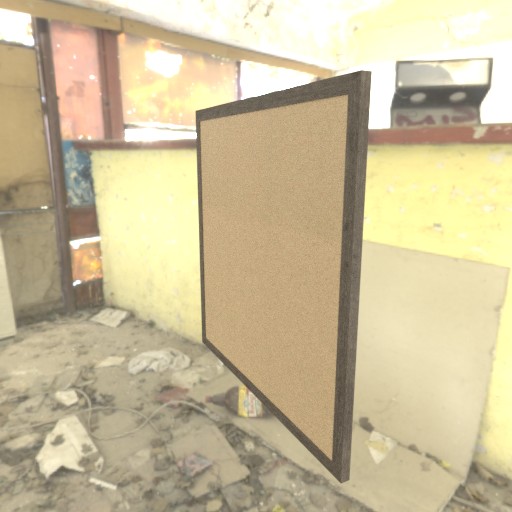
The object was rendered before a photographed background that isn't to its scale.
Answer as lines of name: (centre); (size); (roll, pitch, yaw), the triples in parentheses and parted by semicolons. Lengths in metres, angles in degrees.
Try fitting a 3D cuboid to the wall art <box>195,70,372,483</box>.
wall art: (0.000, 0.000, 0.672); (0.013, 0.457, 0.457); (-7, 15, -27)
